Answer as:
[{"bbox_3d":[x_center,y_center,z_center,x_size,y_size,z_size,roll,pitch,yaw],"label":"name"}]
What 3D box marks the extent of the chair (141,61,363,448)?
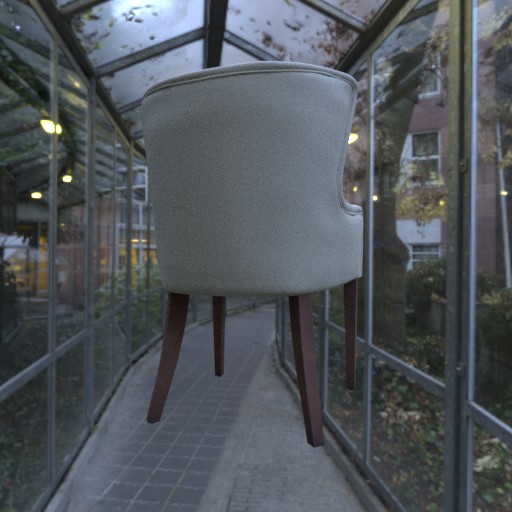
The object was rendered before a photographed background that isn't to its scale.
[{"bbox_3d":[0.000,0.000,1.401,0.660,0.952,0.686,0,0,20],"label":"chair"}]
